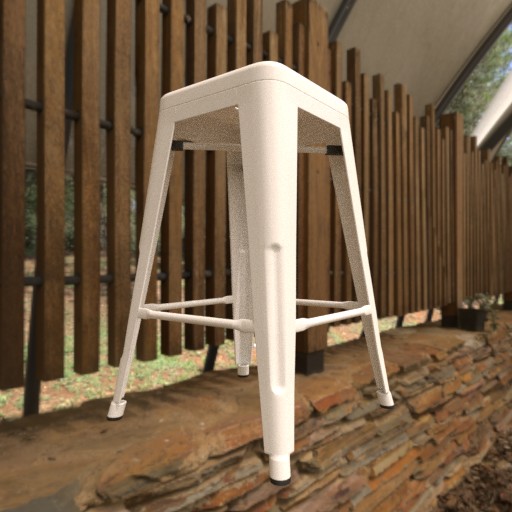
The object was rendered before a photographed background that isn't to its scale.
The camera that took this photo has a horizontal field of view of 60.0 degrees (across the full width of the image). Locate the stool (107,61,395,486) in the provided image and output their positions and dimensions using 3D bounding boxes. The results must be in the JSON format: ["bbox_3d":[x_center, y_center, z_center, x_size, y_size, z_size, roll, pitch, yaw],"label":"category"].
[{"bbox_3d":[0.000,0.000,0.865,0.406,0.610,0.406,0,0,38],"label":"stool"}]
